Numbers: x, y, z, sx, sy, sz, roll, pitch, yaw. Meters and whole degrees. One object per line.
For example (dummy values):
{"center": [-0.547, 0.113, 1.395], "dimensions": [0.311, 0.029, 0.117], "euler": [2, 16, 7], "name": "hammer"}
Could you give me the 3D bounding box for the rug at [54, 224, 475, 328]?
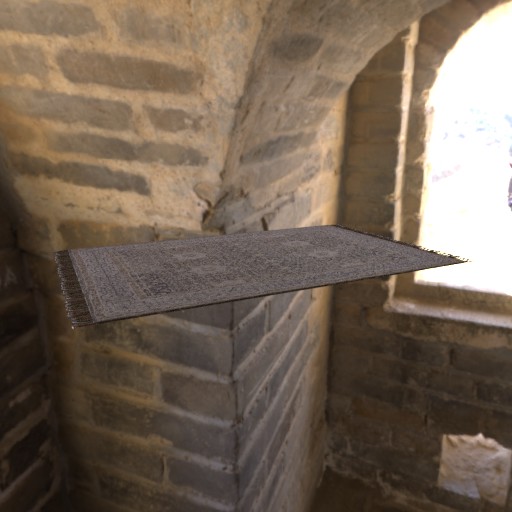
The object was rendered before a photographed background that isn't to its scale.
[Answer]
{"center": [0.000, 0.000, 2.478], "dimensions": [2.029, 0.010, 1.237], "euler": [-7, 16, -25], "name": "rug"}
